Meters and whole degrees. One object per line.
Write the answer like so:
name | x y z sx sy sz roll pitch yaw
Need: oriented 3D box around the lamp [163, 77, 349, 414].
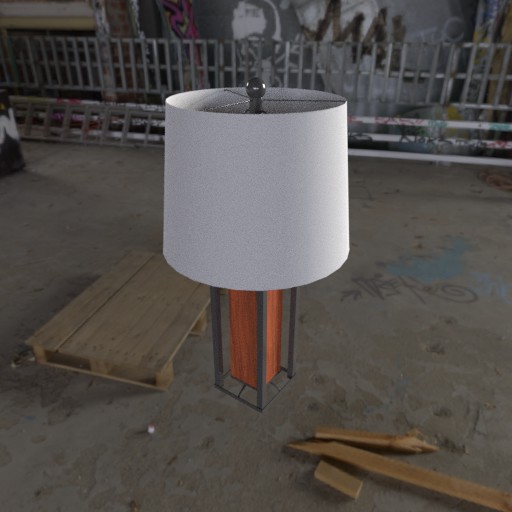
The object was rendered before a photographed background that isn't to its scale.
lamp | 0.000 0.000 0.786 0.320 0.591 0.320 0 28 0
